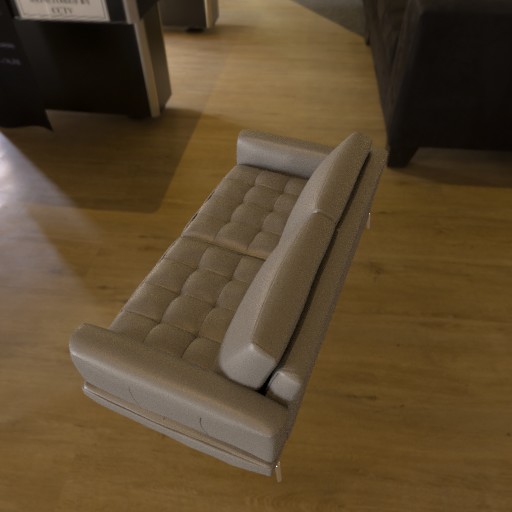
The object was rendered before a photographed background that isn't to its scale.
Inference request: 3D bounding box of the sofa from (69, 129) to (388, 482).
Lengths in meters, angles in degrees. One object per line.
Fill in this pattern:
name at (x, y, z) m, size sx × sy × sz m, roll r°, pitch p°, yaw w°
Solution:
sofa at (0.000, 0.000, 2.676) m, size 1.121 × 0.930 × 2.177 m, roll 17°, pitch 48°, yaw 15°
